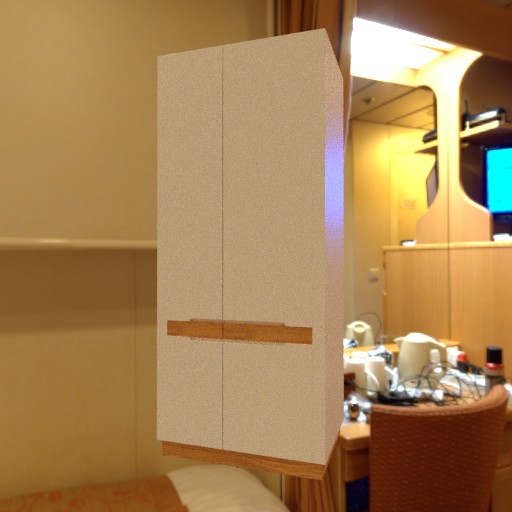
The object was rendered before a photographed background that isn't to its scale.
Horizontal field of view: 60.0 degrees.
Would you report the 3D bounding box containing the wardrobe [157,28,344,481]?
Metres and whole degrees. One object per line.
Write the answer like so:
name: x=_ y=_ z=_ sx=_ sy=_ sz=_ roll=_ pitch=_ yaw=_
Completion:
wardrobe: x=0.000 y=0.000 z=2.406 sx=0.860 sy=2.040 sz=0.600 roll=0 pitch=0 yaw=19
